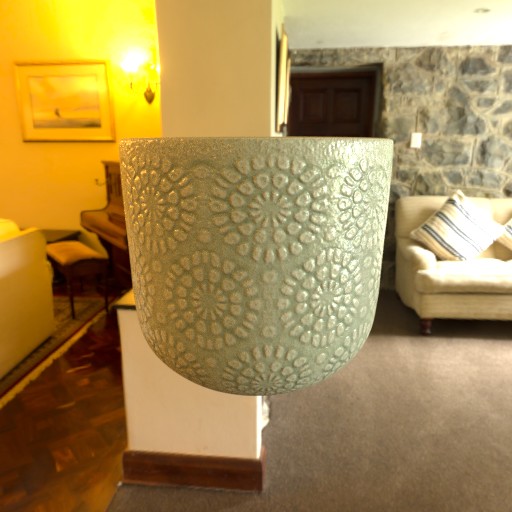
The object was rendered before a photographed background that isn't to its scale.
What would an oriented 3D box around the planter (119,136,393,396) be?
[{"bbox_3d":[0.000,0.000,0.302,0.169,0.153,0.169,0,14,0],"label":"planter"}]
